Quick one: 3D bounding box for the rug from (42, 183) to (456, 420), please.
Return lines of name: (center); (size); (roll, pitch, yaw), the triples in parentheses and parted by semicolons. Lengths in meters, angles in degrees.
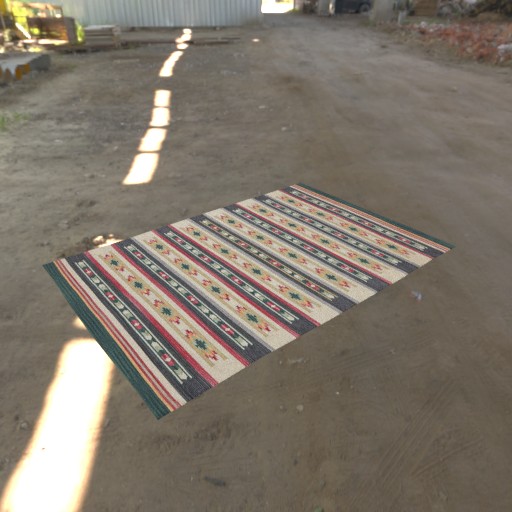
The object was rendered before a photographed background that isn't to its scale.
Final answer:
rug: (0.000, 0.000, 2.333); (1.825, 0.009, 1.221); (-22, 37, -33)
